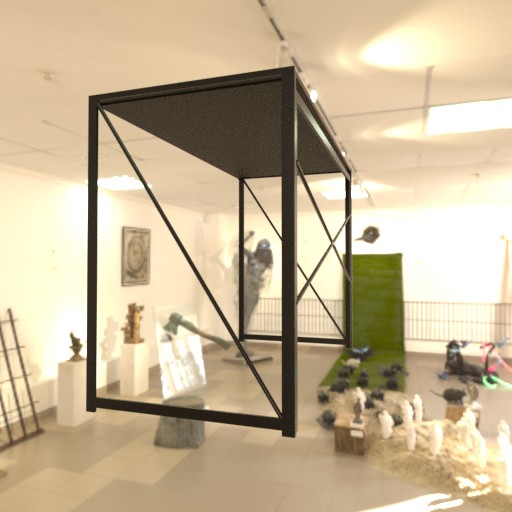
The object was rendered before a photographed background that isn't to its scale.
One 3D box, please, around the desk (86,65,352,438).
[{"bbox_3d":[0.000,0.000,1.450,0.505,0.747,1.015,0,-1,19],"label":"desk"}]
